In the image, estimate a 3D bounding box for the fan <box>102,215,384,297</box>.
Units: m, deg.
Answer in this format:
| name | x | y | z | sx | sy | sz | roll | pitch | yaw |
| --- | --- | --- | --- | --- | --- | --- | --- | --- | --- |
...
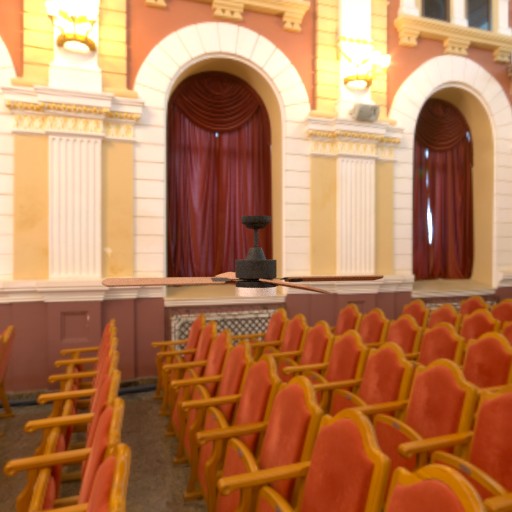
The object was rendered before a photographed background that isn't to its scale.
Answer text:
| name | x | y | z | sx | sy | sz | roll | pitch | yaw |
| --- | --- | --- | --- | --- | --- | --- | --- | --- | --- |
| fan | 0.000 | 0.000 | 2.007 | 1.320 | 0.355 | 1.320 | 0 | 0 | -18 |
